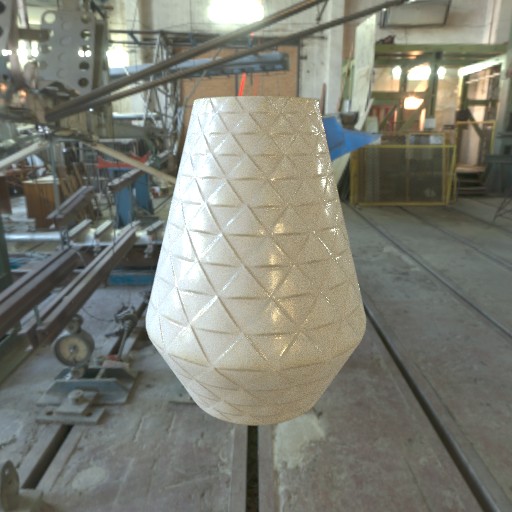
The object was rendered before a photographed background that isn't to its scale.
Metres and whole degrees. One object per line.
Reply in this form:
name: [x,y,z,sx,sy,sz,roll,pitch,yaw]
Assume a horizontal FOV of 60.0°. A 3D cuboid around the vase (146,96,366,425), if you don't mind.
vase: [0.000,0.000,0.348,0.175,0.230,0.175,0,16,0]
